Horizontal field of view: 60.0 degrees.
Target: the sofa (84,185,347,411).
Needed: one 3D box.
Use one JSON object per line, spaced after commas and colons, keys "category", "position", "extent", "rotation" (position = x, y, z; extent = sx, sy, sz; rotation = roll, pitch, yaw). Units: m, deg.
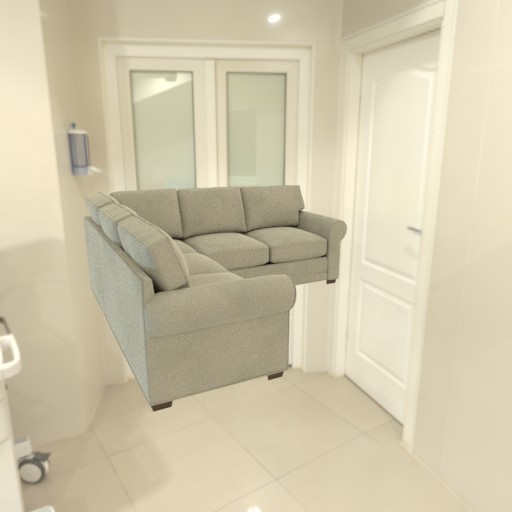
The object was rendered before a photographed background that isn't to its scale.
{"category": "sofa", "position": [0.000, 0.000, 3.957], "extent": [2.562, 1.053, 2.487], "rotation": [-7, 16, -27]}
